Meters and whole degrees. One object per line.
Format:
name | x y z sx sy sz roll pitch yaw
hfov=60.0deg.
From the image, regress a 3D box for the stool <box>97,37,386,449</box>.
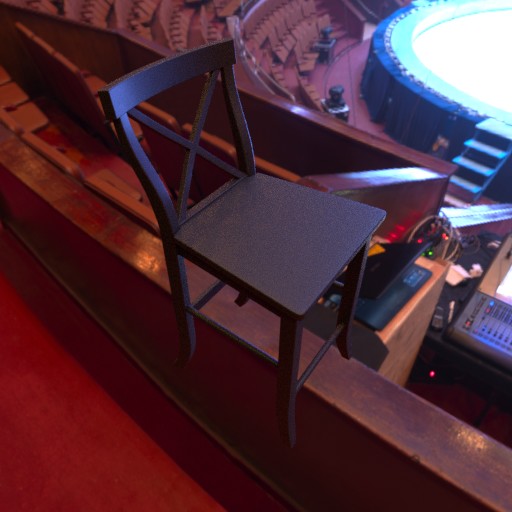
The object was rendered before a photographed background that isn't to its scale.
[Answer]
stool | 0.000 0.000 1.267 0.559 0.989 0.452 25 48 25
